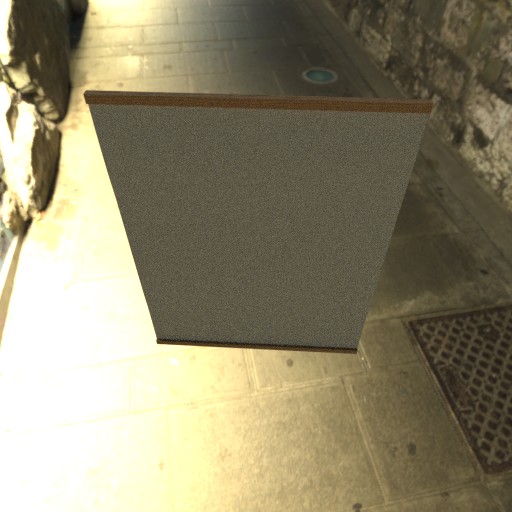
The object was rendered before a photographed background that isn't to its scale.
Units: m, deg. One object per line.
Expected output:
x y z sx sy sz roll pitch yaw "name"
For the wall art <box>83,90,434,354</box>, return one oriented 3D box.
0.000 0.000 0.801 0.458 0.605 0.011 2 46 2 "wall art"
